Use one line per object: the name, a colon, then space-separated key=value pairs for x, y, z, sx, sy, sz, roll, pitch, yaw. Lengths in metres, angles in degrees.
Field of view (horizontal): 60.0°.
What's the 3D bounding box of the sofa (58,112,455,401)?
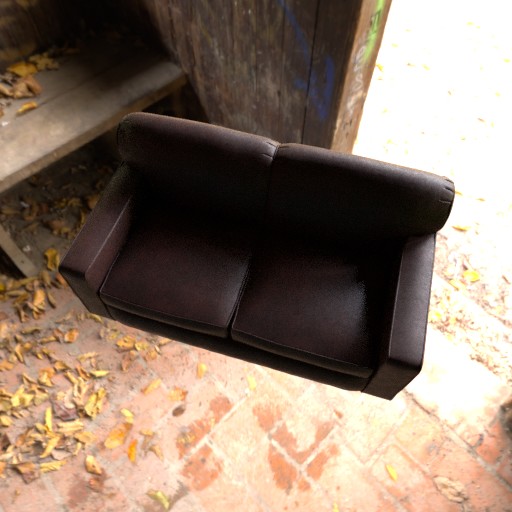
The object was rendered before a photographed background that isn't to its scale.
sofa: x=0.000 y=0.000 z=2.471 sx=1.856 sy=0.966 sz=1.000 roll=14 pitch=59 yaw=9
